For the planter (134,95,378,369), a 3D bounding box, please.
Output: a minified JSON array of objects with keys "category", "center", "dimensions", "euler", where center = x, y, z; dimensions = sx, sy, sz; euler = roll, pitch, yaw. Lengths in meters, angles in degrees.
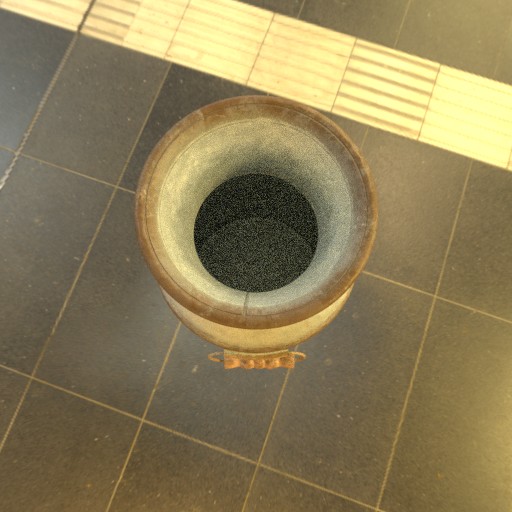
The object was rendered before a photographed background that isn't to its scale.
[{"category":"planter","center":[0.000,0.000,0.493],"dimensions":[0.215,0.358,0.248],"euler":[0,78,0]}]
